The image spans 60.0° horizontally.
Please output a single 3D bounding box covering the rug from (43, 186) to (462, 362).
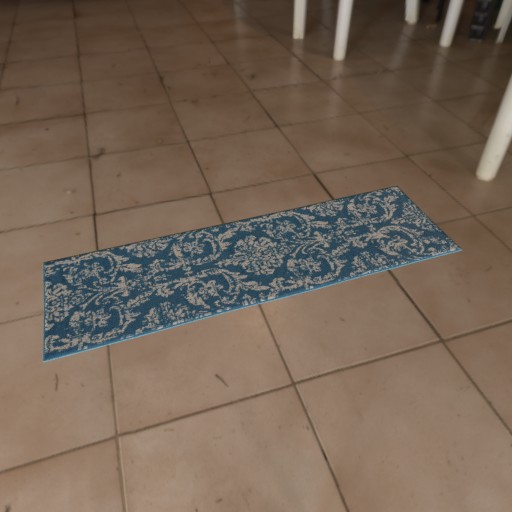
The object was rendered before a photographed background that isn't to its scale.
[{"bbox_3d":[0.000,0.000,2.419,2.196,0.011,0.662,-13,45,-14],"label":"rug"}]
